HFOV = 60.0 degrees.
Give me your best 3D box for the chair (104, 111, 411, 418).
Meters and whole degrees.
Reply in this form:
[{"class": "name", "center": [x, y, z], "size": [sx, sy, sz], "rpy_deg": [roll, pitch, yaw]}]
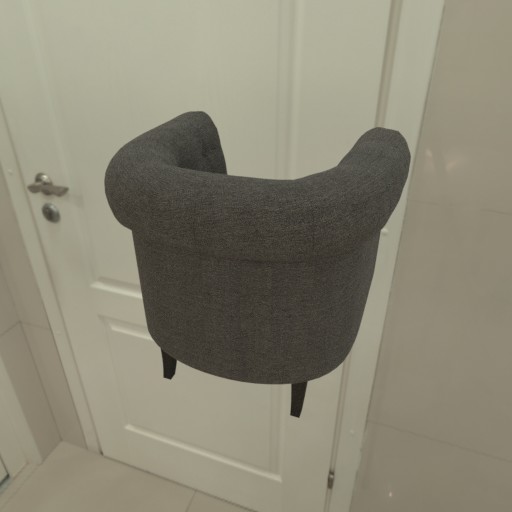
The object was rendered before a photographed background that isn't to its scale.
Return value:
[{"class": "chair", "center": [0.000, 0.000, 1.558], "size": [0.905, 0.827, 0.852], "rpy_deg": [11, 32, 17]}]
